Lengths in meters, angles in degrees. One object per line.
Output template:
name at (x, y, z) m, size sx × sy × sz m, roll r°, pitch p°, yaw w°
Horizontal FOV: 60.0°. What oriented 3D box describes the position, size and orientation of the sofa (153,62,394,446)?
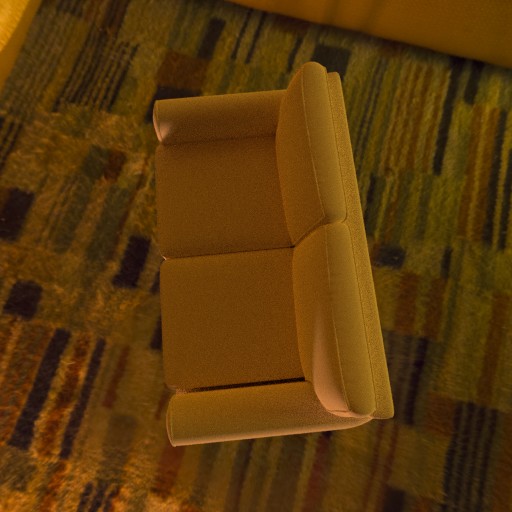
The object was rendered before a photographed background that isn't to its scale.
sofa at (0.000, 0.000, 2.305) m, size 0.991 × 0.940 × 1.727 m, roll -5°, pitch 76°, yaw -1°
